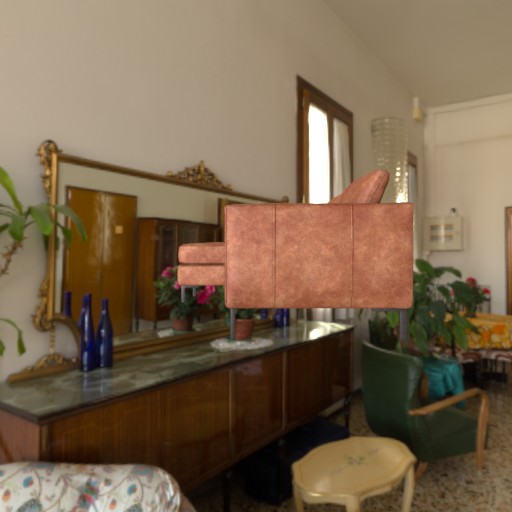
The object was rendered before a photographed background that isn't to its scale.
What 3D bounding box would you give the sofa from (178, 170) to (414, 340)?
[{"bbox_3d":[0.000,0.000,3.558,1.471,0.859,2.993,0,-1,-1],"label":"sofa"}]
